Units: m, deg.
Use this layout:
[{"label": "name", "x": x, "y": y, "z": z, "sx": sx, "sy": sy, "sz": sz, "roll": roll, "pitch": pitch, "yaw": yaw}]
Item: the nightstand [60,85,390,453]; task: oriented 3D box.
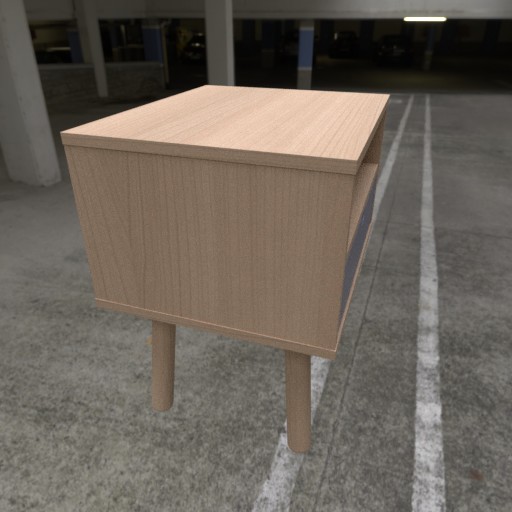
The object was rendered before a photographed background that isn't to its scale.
[{"label": "nightstand", "x": 0.000, "y": 0.000, "z": 0.832, "sx": 0.380, "sy": 0.530, "sz": 0.450, "roll": 9, "pitch": 30, "yaw": 17}]
